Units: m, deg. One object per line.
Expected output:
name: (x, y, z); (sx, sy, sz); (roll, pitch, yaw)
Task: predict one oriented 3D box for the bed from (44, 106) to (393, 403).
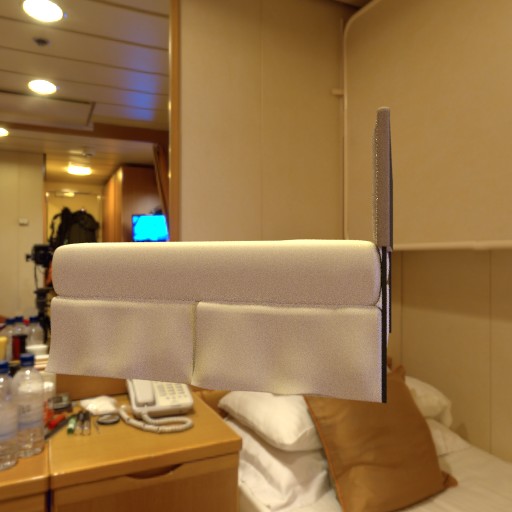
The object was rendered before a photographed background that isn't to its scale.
bed: (0.000, 0.000, 3.262); (1.914, 1.346, 2.170); (0, 0, 18)
